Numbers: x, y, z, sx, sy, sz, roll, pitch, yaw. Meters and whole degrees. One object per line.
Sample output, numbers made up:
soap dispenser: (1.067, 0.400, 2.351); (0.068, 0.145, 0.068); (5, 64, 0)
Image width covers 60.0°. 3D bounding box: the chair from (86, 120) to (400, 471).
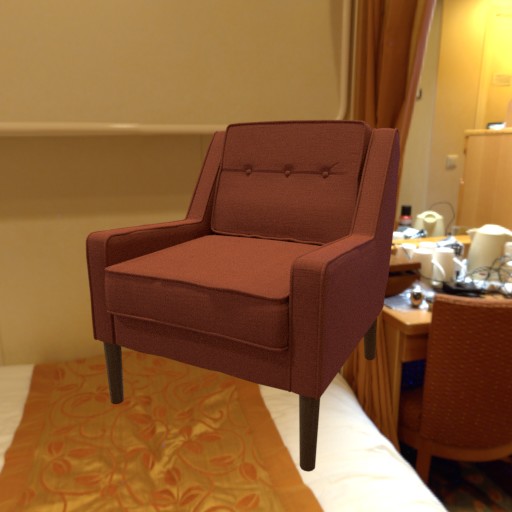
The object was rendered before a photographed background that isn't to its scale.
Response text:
chair: (0.000, 0.000, 1.346); (0.680, 0.812, 0.770); (7, 16, 26)
